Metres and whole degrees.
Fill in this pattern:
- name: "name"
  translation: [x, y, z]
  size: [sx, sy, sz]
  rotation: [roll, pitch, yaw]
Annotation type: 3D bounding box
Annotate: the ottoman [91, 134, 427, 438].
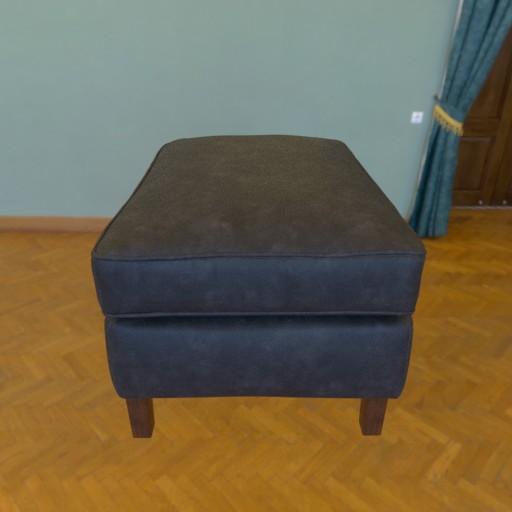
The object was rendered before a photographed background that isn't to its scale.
- name: "ottoman"
  translation: [0.000, 0.000, 0.952]
  size: [0.501, 0.413, 0.665]
  rotation: [0, 28, -1]
